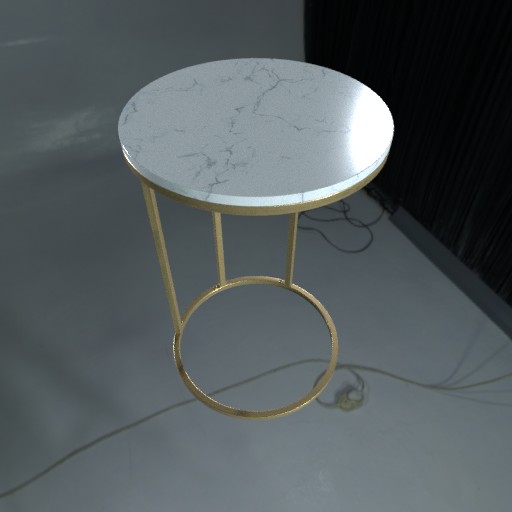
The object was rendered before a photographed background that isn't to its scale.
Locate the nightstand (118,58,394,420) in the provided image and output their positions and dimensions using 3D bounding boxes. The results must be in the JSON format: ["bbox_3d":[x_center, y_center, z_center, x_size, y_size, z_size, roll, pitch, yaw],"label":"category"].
[{"bbox_3d":[0.000,0.000,0.877,0.400,0.610,0.400,-21,49,-19],"label":"nightstand"}]
